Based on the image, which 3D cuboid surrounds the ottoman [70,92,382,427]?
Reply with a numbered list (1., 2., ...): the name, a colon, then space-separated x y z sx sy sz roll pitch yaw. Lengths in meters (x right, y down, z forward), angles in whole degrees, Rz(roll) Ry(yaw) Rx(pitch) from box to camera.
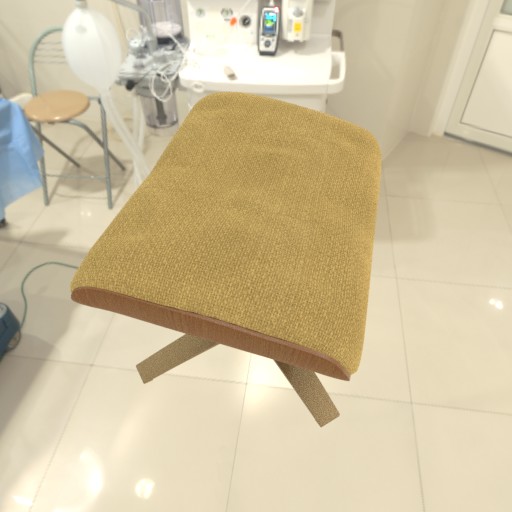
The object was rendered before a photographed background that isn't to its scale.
1. ottoman: 0.000 0.000 0.800 0.394 0.391 0.520 10 47 10
